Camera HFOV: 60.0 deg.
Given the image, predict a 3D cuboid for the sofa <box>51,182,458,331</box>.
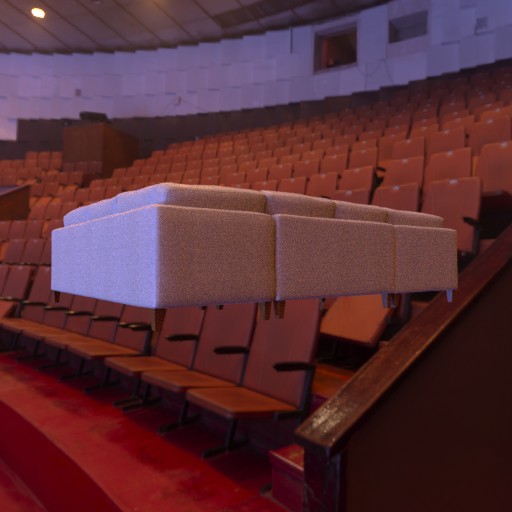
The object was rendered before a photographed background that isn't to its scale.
[{"bbox_3d":[0.000,0.000,4.639,3.460,0.961,2.594,1,-1,-37],"label":"sofa"}]
